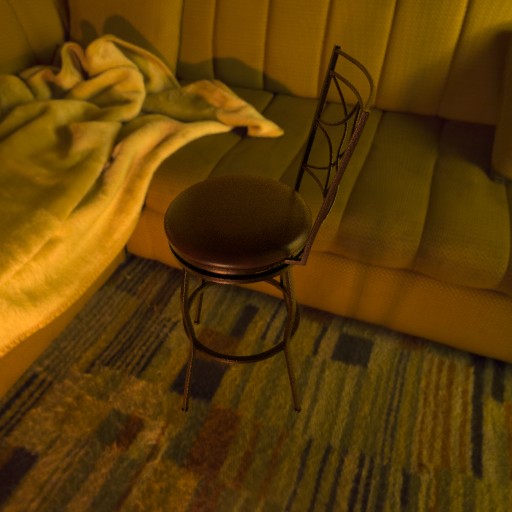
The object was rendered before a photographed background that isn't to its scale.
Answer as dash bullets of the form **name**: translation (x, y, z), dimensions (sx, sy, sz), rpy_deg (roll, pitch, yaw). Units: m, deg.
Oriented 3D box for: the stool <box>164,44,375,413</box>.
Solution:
- **stool**: translation (0.000, 0.000, 1.381), dimensions (0.534, 1.117, 0.434), rpy_deg (0, 41, 0)
